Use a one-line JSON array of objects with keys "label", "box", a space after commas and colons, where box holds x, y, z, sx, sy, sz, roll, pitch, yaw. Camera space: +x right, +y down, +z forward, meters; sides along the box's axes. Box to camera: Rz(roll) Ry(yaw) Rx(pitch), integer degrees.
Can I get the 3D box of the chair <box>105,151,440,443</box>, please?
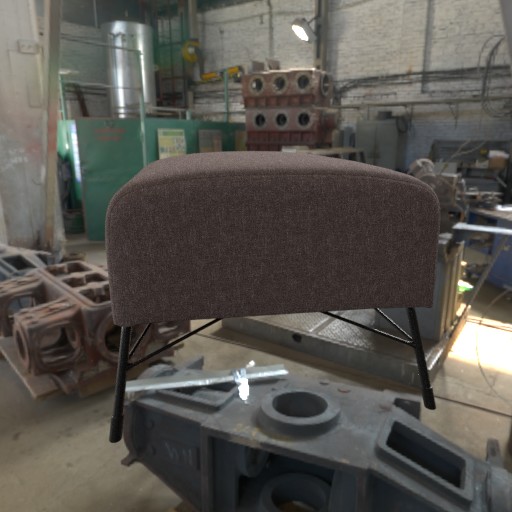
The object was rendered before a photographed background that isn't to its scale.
[{"label": "chair", "box": [0.000, 0.000, 0.896, 0.530, 0.410, 0.530, -2, 16, -9]}]
